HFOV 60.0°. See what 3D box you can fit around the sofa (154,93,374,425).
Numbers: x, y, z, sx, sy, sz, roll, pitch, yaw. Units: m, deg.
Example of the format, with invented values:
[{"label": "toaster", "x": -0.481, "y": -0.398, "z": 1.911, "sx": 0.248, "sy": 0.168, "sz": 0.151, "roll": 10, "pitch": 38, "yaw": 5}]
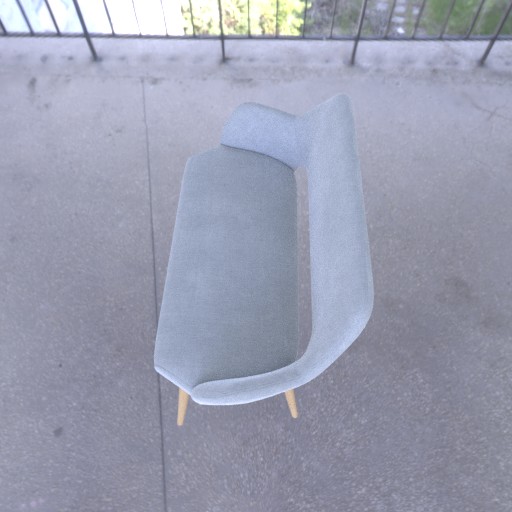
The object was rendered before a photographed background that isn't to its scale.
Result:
[{"label": "sofa", "x": 0.000, "y": 0.000, "z": 1.616, "sx": 0.610, "sy": 0.840, "sz": 1.150, "roll": 2, "pitch": 58, "yaw": 1}]
